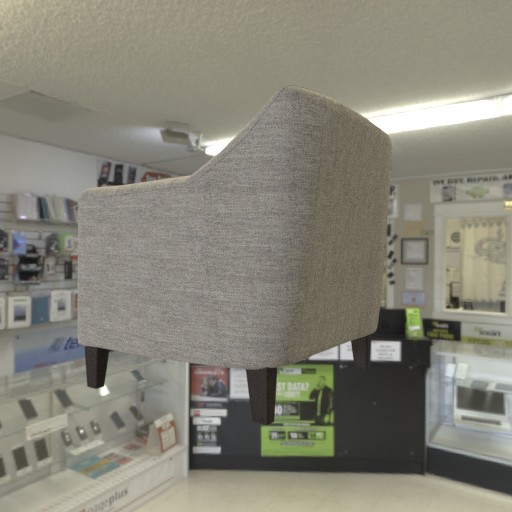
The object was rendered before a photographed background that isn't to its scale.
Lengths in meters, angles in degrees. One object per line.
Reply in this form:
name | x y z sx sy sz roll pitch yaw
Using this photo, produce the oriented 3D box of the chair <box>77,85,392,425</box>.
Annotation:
chair | 0.000 0.000 1.396 0.758 0.761 0.796 0 0 35
